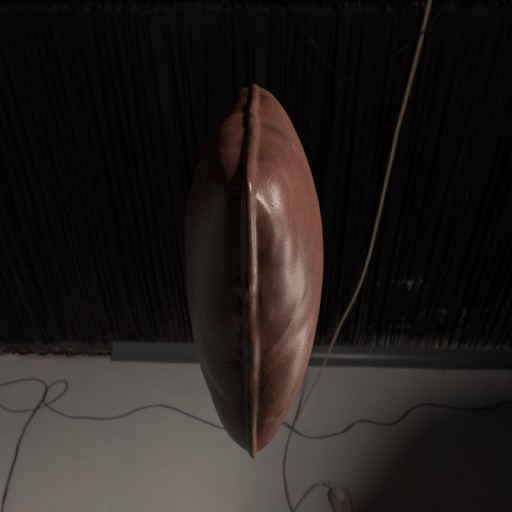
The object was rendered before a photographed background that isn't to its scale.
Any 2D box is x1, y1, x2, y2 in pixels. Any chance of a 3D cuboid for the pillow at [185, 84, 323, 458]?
[{"bbox_3d":[0.000,0.000,0.825,0.236,0.523,0.532,0,33,1],"label":"pillow"}]
